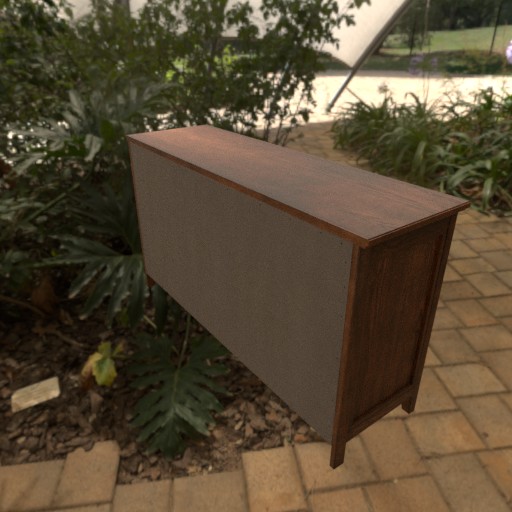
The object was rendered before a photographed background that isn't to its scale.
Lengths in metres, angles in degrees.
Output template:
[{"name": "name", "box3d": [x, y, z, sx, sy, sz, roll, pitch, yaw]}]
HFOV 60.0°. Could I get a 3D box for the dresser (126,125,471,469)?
[{"name": "dresser", "box3d": [0.000, 0.000, 1.951, 0.463, 0.856, 1.551, -18, 32, -32]}]
